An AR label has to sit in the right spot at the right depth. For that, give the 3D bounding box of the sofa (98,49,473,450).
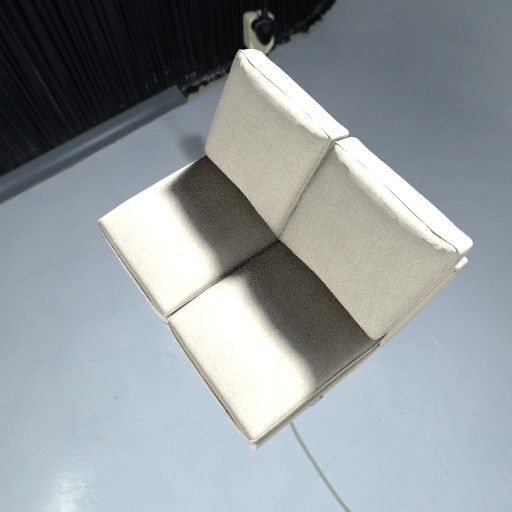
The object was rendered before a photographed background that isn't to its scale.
[{"bbox_3d":[0.000,0.000,1.949,0.978,1.006,1.232,-34,68,-16],"label":"sofa"}]
